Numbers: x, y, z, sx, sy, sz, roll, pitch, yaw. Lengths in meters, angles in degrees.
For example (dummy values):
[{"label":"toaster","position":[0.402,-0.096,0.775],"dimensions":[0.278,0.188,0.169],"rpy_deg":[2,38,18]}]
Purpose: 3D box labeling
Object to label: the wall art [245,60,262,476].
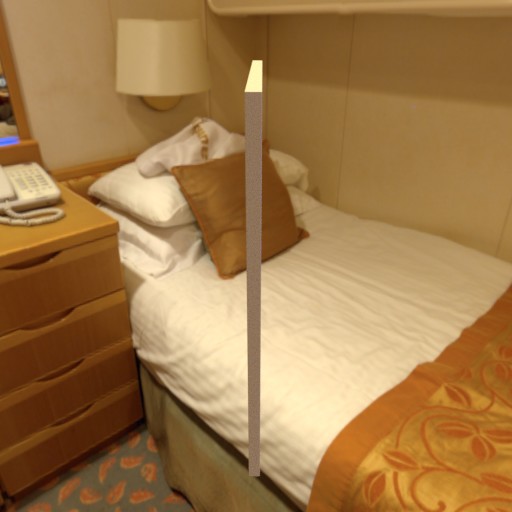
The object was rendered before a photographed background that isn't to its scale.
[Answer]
[{"label":"wall art","position":[0.000,0.000,0.561],"dimensions":[0.013,0.433,0.303],"rpy_deg":[0,28,1]}]
